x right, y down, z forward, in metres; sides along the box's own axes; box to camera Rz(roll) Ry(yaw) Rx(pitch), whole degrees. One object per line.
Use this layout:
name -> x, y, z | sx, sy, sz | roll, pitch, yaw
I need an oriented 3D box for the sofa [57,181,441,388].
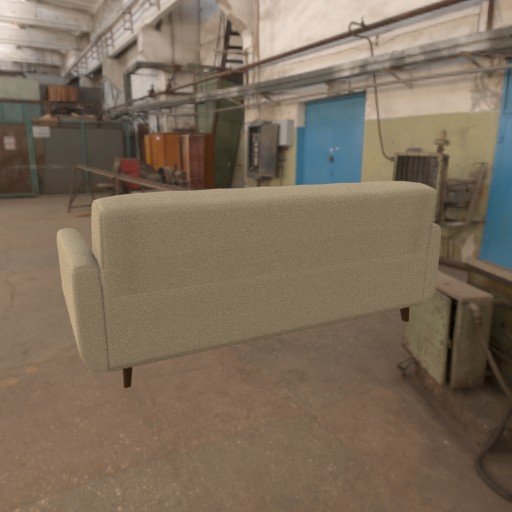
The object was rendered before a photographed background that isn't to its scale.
sofa -> 0.000, 0.000, 2.679 | 2.137, 0.892, 0.980 | -7, 16, -26
